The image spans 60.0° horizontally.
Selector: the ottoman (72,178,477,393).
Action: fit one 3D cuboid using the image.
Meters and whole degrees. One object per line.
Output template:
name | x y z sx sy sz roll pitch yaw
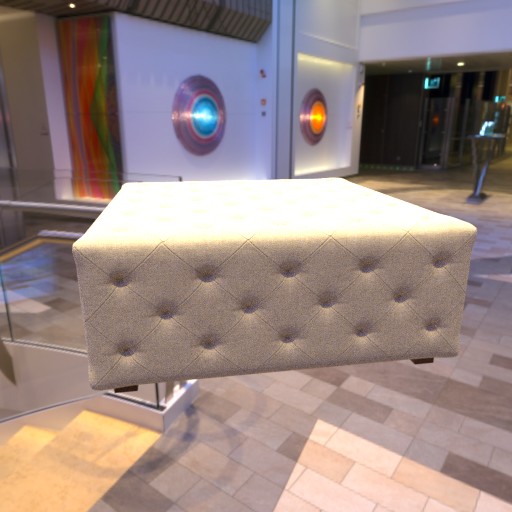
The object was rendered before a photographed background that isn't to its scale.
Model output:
ottoman | 0.000 0.000 1.620 1.028 0.439 1.028 -3 17 -9
